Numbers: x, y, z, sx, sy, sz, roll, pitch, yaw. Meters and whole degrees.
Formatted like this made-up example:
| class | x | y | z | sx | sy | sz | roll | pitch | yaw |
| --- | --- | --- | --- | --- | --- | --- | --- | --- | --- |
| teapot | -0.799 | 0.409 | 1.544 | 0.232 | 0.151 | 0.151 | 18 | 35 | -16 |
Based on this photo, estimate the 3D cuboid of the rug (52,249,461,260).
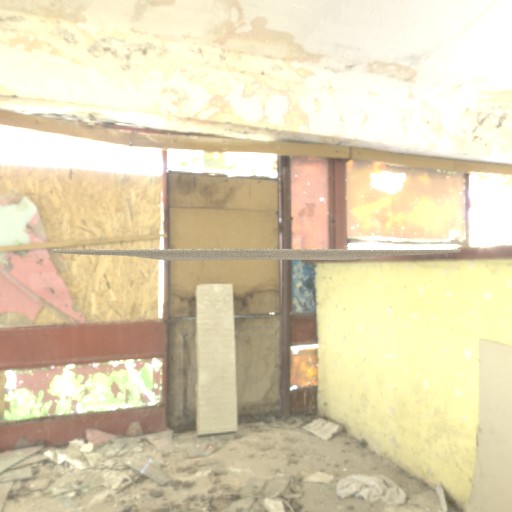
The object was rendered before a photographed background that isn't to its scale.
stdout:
| class | x | y | z | sx | sy | sz | roll | pitch | yaw |
| --- | --- | --- | --- | --- | --- | --- | --- | --- | --- |
| rug | 0.000 | 0.000 | 4.217 | 2.434 | 0.045 | 3.202 | 0 | -1 | 0 |
